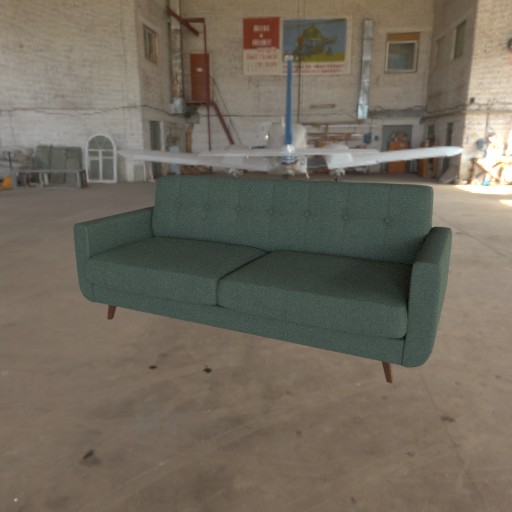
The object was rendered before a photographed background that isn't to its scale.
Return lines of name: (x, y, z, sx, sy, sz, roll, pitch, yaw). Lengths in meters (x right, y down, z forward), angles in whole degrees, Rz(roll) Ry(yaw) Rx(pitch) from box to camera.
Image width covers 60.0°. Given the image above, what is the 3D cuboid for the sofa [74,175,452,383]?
sofa: (0.000, 0.000, 2.567, 2.029, 0.841, 0.909, 7, 16, 25)
